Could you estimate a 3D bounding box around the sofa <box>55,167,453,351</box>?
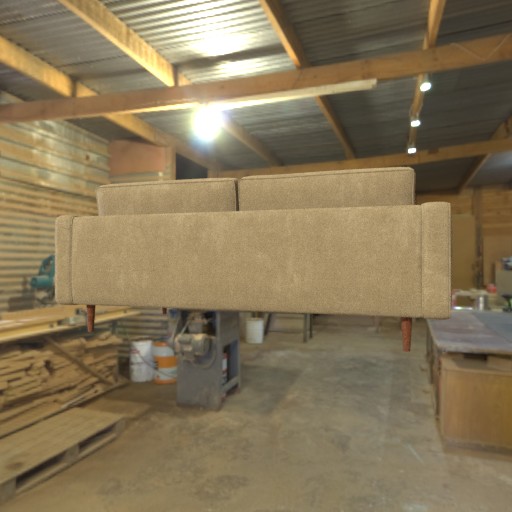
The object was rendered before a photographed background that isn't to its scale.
[{"bbox_3d":[0.000,0.000,2.375,1.883,0.769,0.920,0,0,18],"label":"sofa"}]
